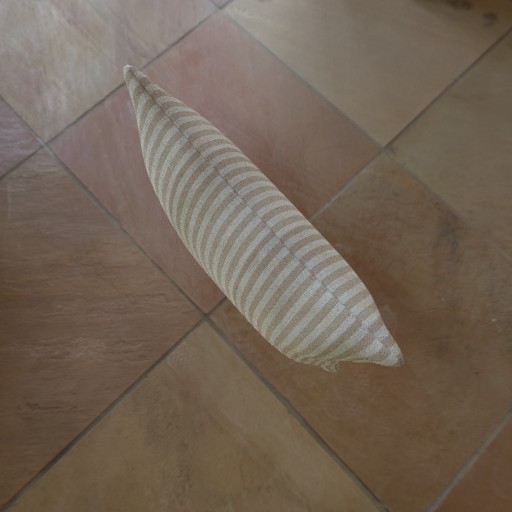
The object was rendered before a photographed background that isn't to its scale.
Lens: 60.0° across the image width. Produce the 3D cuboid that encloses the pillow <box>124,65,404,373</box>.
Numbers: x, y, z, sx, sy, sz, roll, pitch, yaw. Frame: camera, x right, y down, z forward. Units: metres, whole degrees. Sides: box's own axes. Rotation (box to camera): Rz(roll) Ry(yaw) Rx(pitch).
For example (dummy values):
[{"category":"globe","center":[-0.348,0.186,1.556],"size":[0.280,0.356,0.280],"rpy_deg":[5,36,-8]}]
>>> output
[{"category":"pillow","center":[0.000,0.000,0.784],"size":[0.166,0.510,0.523],"rpy_deg":[-40,78,-10]}]
